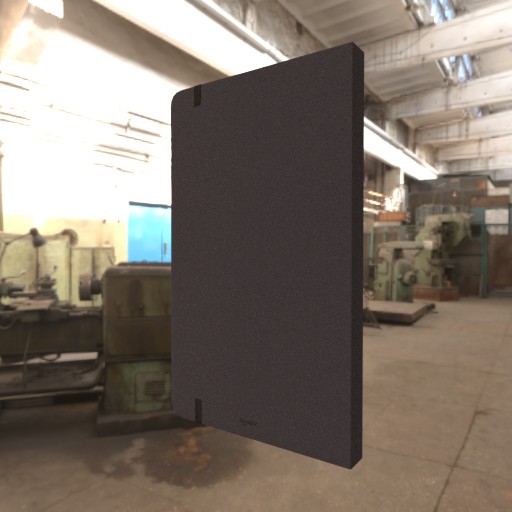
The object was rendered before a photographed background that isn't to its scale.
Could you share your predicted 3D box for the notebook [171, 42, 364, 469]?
[{"bbox_3d":[0.000,0.000,0.262,0.127,0.213,0.016,1,1,35],"label":"notebook"}]
